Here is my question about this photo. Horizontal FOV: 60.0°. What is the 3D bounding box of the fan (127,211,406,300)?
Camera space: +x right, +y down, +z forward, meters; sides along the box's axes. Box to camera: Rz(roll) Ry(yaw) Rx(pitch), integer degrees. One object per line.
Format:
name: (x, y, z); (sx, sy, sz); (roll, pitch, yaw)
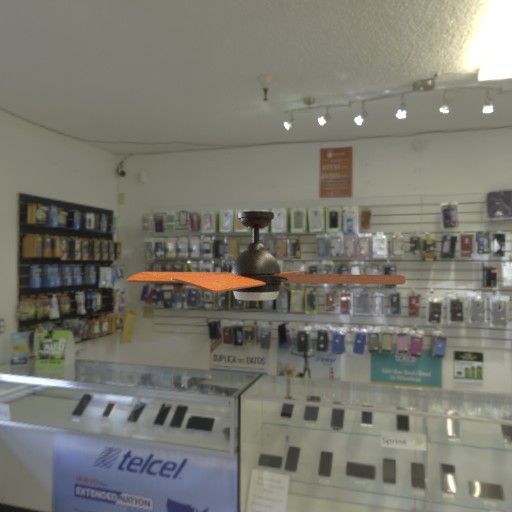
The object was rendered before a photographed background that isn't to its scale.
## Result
fan: (0.000, 0.000, 2.079); (1.332, 0.403, 1.332); (0, -1, 19)
